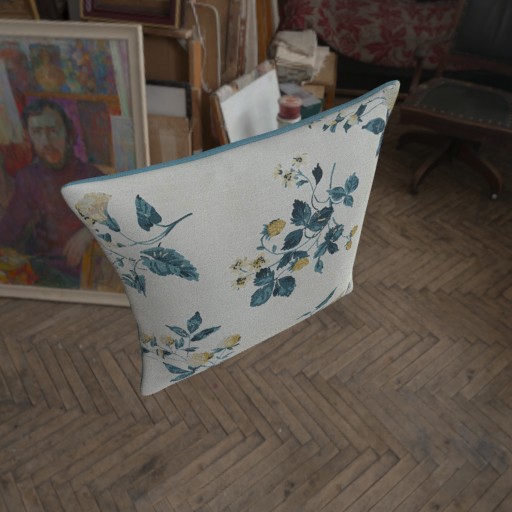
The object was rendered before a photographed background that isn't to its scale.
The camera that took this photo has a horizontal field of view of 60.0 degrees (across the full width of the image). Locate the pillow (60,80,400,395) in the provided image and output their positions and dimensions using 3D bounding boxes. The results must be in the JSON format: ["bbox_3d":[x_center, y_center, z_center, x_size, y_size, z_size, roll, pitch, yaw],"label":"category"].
[{"bbox_3d":[0.000,0.000,0.781,0.526,0.507,0.166,-23,51,-20],"label":"pillow"}]
